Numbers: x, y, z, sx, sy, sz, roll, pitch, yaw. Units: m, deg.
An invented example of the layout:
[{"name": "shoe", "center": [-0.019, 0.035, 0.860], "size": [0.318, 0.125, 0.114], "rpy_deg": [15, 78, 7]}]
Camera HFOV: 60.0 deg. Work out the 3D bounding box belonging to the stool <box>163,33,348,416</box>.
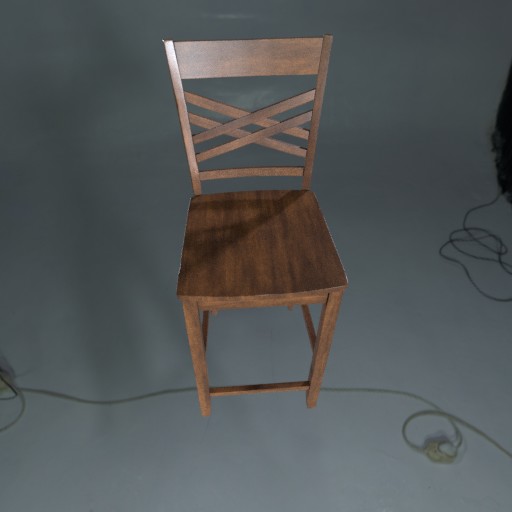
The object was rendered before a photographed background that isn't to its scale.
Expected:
[{"name": "stool", "center": [0.000, 0.000, 1.338], "size": [0.426, 1.098, 0.504], "rpy_deg": [-3, 47, -3]}]
